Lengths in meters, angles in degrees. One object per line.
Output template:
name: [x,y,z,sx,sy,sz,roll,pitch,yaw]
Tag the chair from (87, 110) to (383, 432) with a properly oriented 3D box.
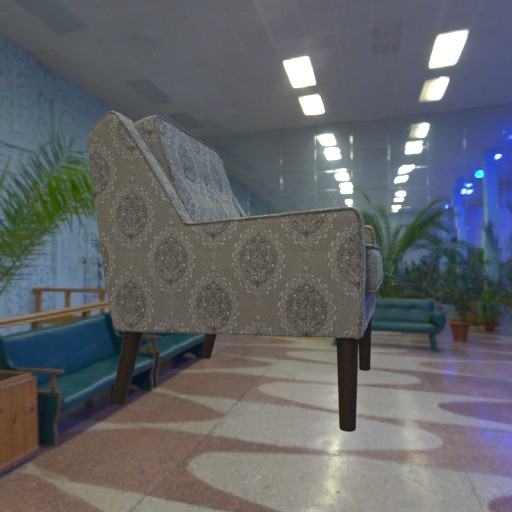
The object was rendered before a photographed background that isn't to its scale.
chair: [0.000,0.000,1.380,0.750,0.797,0.665,0,-1,18]
